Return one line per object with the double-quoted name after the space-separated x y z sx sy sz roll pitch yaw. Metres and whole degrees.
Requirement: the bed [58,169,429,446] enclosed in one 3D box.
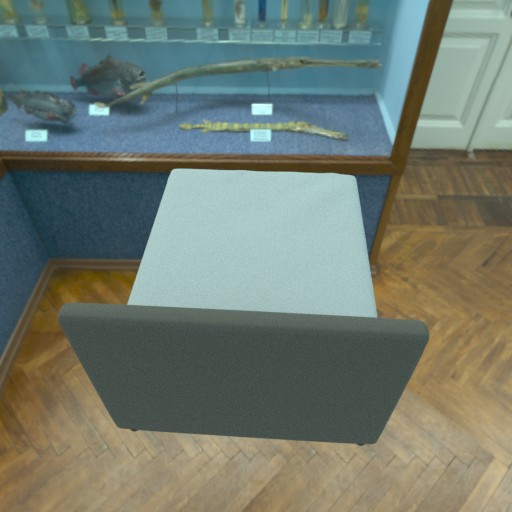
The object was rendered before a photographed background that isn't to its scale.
0.000 0.000 3.152 1.748 1.330 2.142 3 47 2 "bed"
